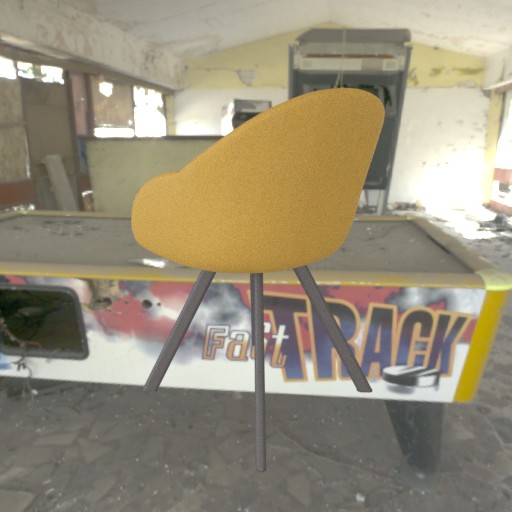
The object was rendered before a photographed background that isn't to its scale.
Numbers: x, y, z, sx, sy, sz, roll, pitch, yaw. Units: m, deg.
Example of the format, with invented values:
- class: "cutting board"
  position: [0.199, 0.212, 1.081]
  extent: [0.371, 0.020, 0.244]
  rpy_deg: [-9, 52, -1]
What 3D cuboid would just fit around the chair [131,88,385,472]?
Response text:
- class: "chair"
  position: [0.000, 0.000, 1.180]
  extent: [0.583, 0.793, 0.551]
  rpy_deg: [13, 19, 43]
